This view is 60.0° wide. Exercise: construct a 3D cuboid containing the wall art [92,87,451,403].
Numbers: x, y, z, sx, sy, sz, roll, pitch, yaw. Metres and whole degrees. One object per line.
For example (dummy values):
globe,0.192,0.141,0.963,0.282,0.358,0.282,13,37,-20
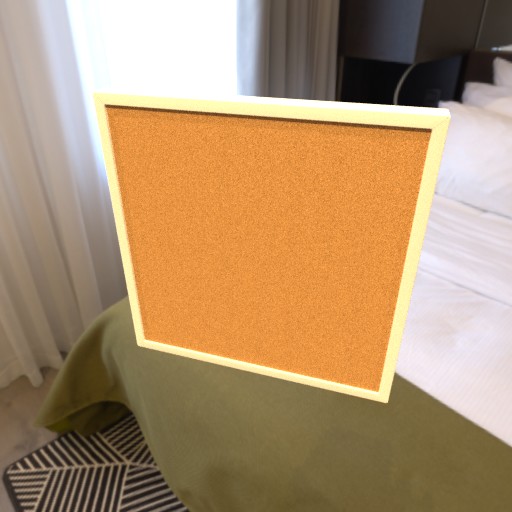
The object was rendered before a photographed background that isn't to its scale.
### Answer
wall art,0.000,0.000,0.748,0.508,0.508,0.038,9,32,15
